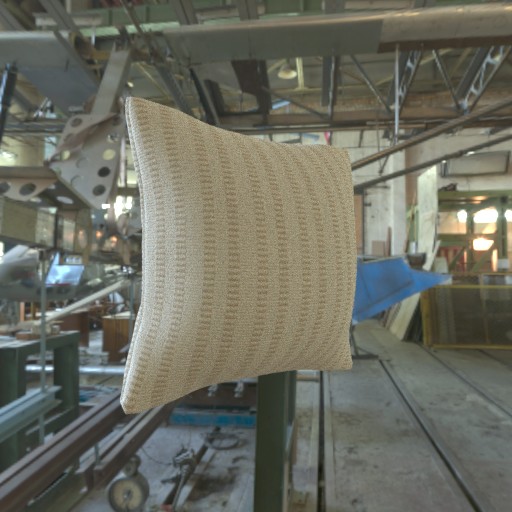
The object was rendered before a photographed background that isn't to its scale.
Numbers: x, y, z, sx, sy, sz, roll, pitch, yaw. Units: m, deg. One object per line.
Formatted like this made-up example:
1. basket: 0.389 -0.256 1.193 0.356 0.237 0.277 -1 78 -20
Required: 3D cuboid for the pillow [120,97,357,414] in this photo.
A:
1. pillow: 0.000 0.000 0.709 0.438 0.419 0.247 1 -2 -37
